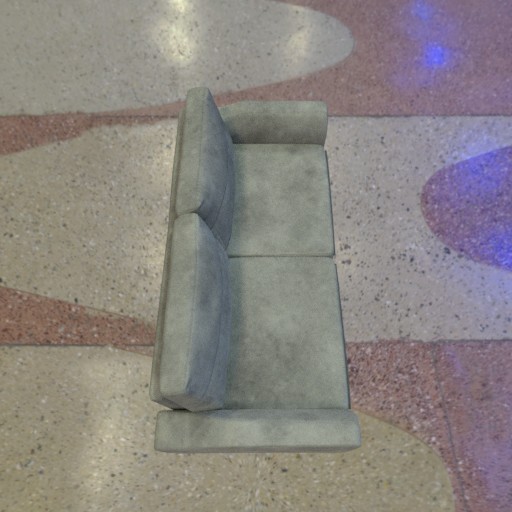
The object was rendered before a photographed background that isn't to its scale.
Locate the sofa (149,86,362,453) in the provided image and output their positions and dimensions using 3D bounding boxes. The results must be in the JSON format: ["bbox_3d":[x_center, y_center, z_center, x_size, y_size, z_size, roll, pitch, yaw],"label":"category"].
[{"bbox_3d":[0.000,0.000,2.272,0.849,0.859,1.837,0,63,0],"label":"sofa"}]
